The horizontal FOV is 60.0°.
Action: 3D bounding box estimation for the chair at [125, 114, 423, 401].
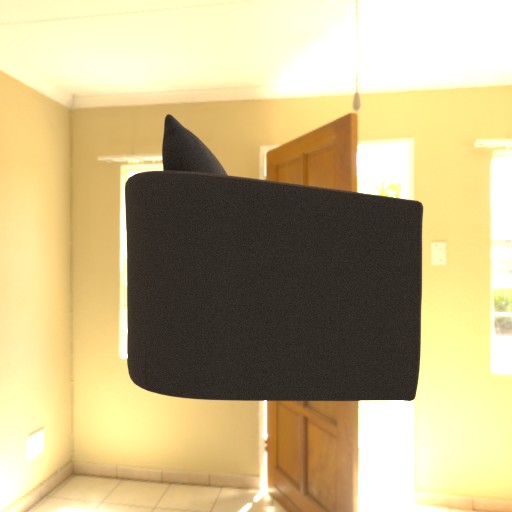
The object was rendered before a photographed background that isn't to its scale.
[{"bbox_3d":[0.000,0.000,1.600,0.910,0.848,0.845,0,0,0],"label":"chair"}]
